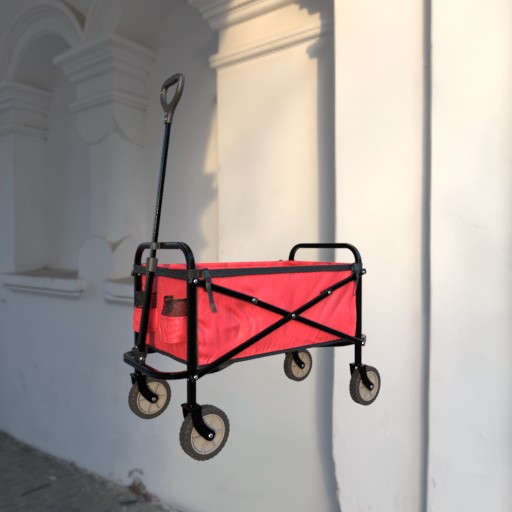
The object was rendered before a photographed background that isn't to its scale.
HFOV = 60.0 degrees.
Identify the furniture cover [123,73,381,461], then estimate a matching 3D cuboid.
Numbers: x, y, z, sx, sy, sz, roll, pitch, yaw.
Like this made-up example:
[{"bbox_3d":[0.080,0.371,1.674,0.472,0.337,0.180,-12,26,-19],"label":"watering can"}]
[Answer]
[{"bbox_3d":[0.000,0.000,1.821,1.038,1.295,0.532,-1,2,-37],"label":"furniture cover"}]
